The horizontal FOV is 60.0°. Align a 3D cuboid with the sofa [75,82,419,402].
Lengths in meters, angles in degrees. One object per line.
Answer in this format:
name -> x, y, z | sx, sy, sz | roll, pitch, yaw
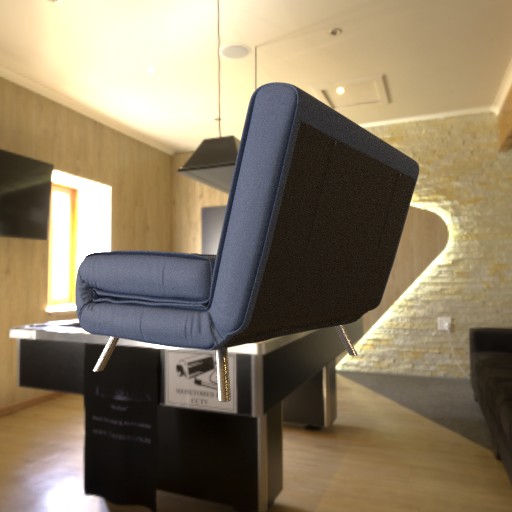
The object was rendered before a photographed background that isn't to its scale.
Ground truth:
sofa -> 0.000, 0.000, 1.759 | 0.996, 0.860, 0.999 | -2, -3, 37
